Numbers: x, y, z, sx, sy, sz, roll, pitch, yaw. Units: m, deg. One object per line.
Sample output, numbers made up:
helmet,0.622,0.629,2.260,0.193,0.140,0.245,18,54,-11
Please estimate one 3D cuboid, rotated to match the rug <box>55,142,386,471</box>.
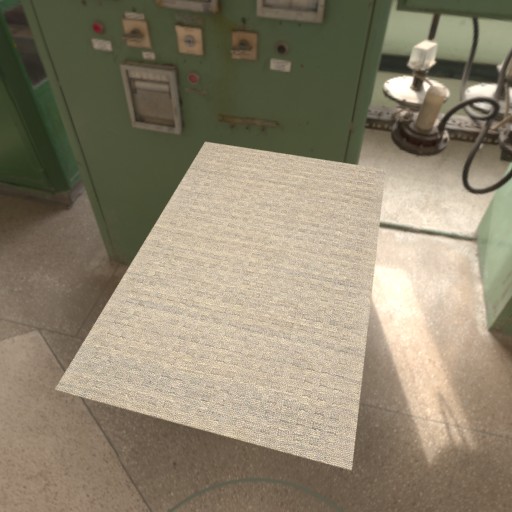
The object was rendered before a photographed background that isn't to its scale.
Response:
rug,0.000,0.000,2.184,1.142,0.006,1.752,11,49,10
